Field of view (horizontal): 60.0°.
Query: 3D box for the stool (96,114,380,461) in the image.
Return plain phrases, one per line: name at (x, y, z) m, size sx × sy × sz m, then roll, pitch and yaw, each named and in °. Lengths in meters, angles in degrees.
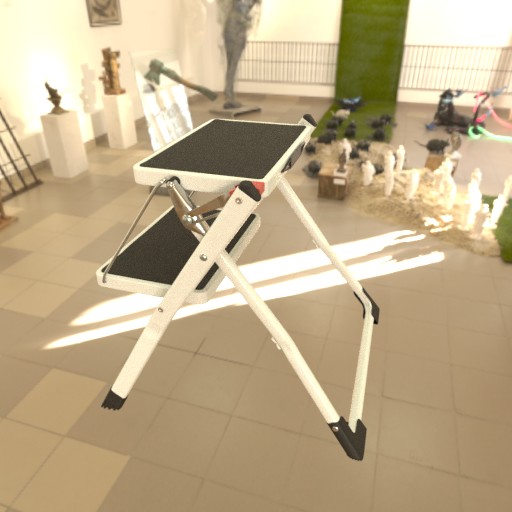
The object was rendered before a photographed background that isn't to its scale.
stool at (0.000, 0.000, 0.838) m, size 0.490 × 0.445 × 0.485 m, roll 9°, pitch 31°, yaw 15°
